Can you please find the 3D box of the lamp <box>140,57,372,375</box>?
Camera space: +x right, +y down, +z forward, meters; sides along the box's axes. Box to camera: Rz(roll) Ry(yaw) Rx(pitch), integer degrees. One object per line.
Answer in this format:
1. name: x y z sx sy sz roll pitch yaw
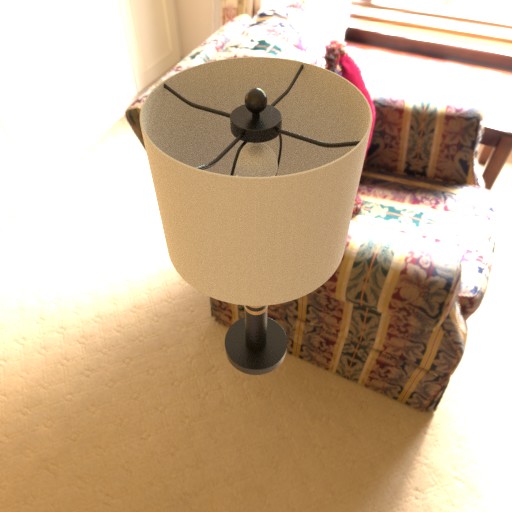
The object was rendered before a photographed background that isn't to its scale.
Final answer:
1. lamp: 0.000 0.000 0.808 0.305 0.640 0.305 -10 49 -9
